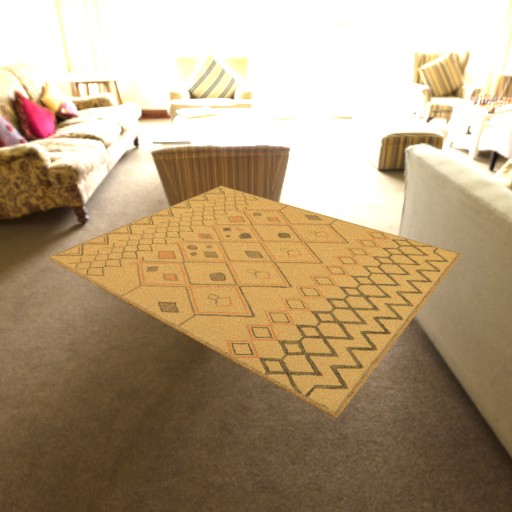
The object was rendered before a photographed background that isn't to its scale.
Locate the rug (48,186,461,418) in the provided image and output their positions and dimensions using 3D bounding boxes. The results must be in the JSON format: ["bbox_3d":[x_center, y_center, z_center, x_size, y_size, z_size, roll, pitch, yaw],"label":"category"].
[{"bbox_3d":[0.000,0.000,4.179,3.050,0.016,2.441,21,35,32],"label":"rug"}]
